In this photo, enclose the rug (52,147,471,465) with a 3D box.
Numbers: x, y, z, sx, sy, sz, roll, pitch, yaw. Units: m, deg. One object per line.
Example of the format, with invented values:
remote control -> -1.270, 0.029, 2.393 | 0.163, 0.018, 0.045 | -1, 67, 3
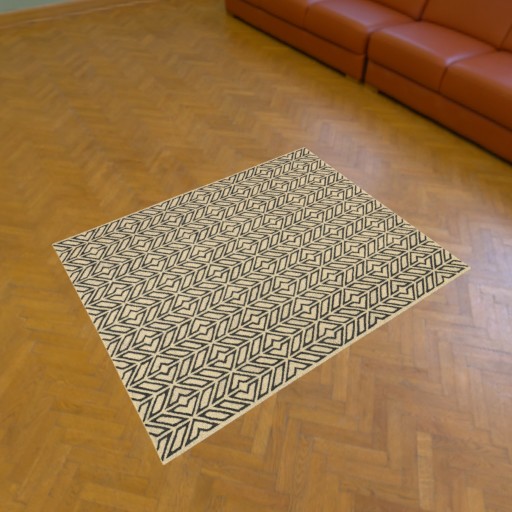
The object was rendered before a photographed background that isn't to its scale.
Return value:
rug -> 0.000, 0.000, 4.101 | 3.045, 0.008, 2.421 | -26, 51, -23
